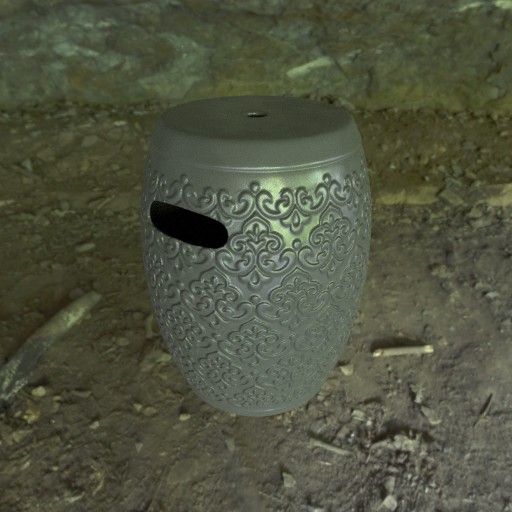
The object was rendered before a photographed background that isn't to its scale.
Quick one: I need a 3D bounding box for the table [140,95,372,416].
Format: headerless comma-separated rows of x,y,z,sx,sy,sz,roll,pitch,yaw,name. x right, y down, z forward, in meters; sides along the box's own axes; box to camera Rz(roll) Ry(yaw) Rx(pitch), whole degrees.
0.000,0.000,0.630,0.309,0.397,0.309,0,31,0,table
